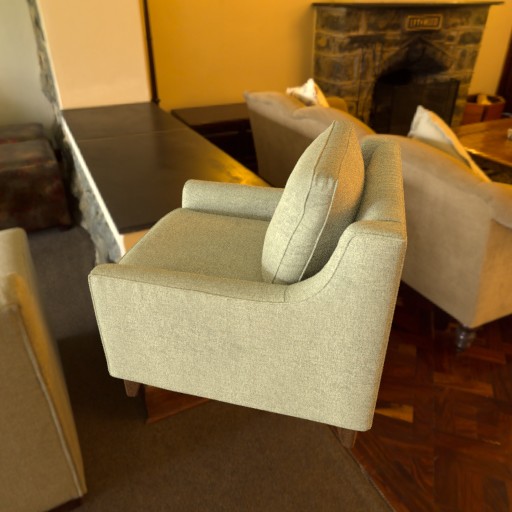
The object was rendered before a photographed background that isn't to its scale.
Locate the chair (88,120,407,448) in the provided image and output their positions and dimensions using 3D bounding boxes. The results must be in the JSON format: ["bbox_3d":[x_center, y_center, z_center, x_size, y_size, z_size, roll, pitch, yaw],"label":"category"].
[{"bbox_3d":[0.000,0.000,1.600,0.918,0.864,0.838,7,31,12],"label":"chair"}]
